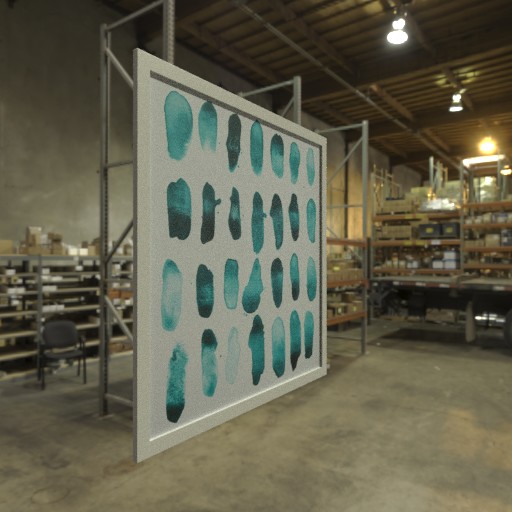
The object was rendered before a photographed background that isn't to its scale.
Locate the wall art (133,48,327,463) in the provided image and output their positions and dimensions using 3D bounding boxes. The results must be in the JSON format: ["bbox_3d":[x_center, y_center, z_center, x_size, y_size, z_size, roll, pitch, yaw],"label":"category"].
[{"bbox_3d":[0.000,0.000,1.200,0.013,0.813,0.812,0,0,36],"label":"wall art"}]
